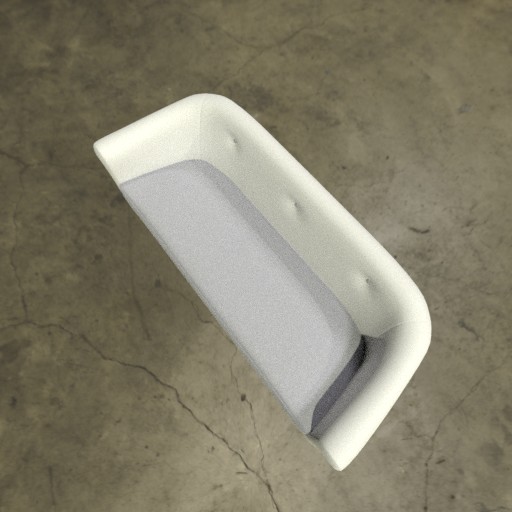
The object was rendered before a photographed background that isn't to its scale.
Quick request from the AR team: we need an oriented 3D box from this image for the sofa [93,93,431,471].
[{"bbox_3d":[0.000,0.000,2.487,0.827,0.795,2.160,-34,68,-16],"label":"sofa"}]
